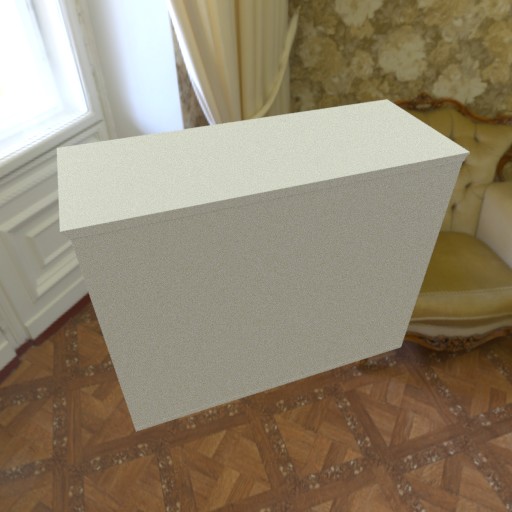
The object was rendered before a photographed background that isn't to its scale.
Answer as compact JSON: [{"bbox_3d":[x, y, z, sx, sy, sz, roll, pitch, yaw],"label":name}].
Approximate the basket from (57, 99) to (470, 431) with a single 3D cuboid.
[{"bbox_3d":[0.000,0.000,1.138,0.792,0.625,0.376,-13,42,-15],"label":"basket"}]
